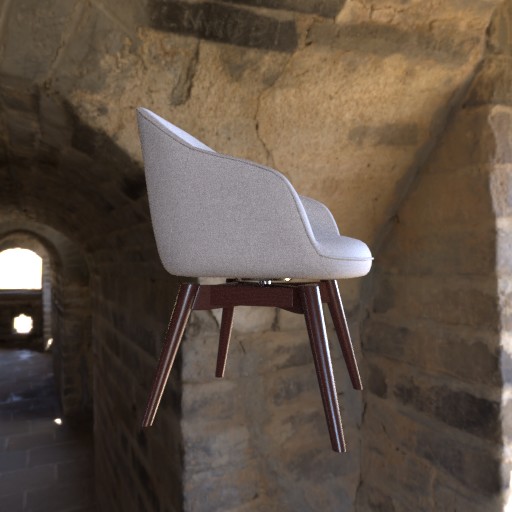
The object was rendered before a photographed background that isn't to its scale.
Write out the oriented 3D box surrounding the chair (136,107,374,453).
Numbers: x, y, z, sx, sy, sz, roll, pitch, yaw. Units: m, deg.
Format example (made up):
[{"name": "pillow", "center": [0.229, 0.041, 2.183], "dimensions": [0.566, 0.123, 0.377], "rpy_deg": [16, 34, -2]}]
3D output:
[{"name": "chair", "center": [0.000, 0.000, 1.236], "dimensions": [0.635, 0.823, 0.596], "rpy_deg": [0, 0, 18]}]
